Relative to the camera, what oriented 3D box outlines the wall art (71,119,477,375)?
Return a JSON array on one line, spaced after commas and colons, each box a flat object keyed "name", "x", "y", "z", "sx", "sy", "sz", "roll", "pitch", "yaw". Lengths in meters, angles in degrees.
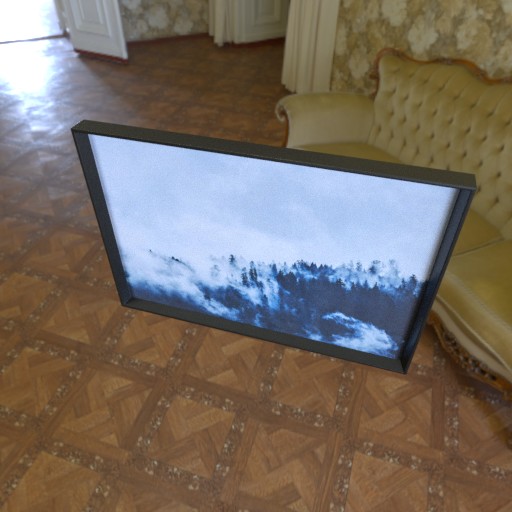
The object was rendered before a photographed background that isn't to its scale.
[{"name": "wall art", "x": 0.000, "y": 0.000, "z": 1.216, "sx": 0.939, "sy": 0.640, "sz": 0.058, "roll": 11, "pitch": 42, "yaw": 13}]
